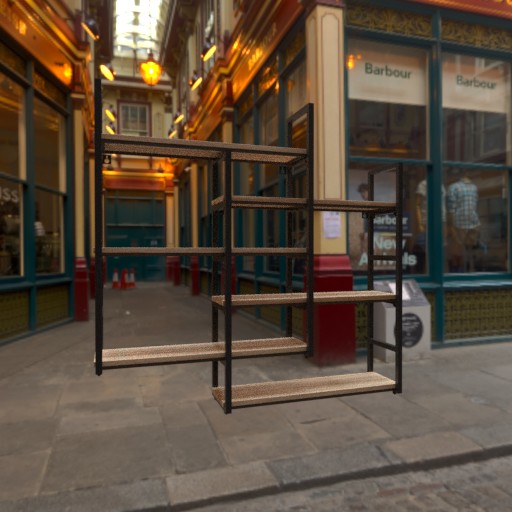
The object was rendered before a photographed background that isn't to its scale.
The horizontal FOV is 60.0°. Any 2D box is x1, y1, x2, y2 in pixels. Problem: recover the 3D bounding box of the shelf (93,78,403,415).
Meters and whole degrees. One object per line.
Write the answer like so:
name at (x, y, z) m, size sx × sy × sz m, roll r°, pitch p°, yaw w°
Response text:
shelf at (0.000, 0.000, 1.379) m, size 0.946 × 0.921 × 0.183 m, roll 0°, pitch 1°, yaw -18°
